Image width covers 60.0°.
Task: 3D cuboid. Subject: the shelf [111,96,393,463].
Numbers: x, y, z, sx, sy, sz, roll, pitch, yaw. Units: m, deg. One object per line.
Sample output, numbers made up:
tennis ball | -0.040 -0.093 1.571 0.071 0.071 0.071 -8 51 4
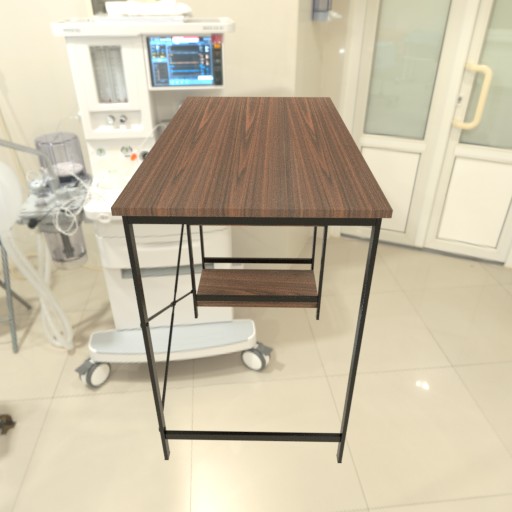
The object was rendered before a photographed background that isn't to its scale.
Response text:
shelf | 0.000 0.000 1.360 0.498 0.750 0.902 1 32 1
